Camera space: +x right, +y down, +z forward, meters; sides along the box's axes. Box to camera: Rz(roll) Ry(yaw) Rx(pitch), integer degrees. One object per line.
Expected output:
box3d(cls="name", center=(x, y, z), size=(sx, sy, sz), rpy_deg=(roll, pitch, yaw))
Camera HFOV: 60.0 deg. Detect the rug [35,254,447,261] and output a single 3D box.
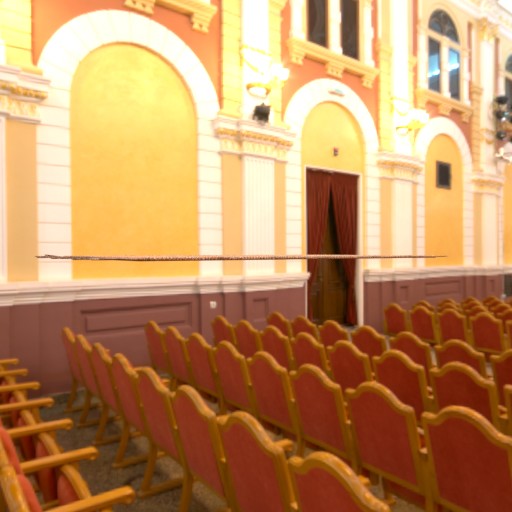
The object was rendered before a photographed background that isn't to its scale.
box3d(cls="rug", center=(0.000, 0.000, 2.047), size=(1.718, 0.017, 0.905), rpy_deg=(0, 1, -36))
